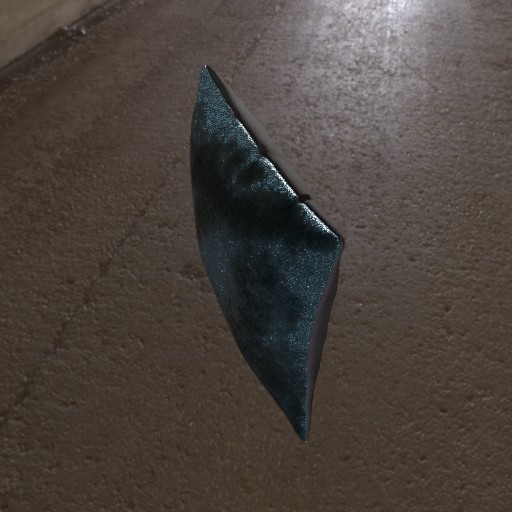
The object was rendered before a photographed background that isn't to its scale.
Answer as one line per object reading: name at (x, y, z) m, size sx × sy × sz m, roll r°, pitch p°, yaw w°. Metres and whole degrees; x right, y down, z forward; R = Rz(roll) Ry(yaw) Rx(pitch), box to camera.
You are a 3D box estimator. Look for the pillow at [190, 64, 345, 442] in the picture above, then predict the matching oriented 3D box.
pillow at (0.000, 0.000, 0.679) m, size 0.138 × 0.430 × 0.436 m, roll -16°, pitch 49°, yaw -15°
